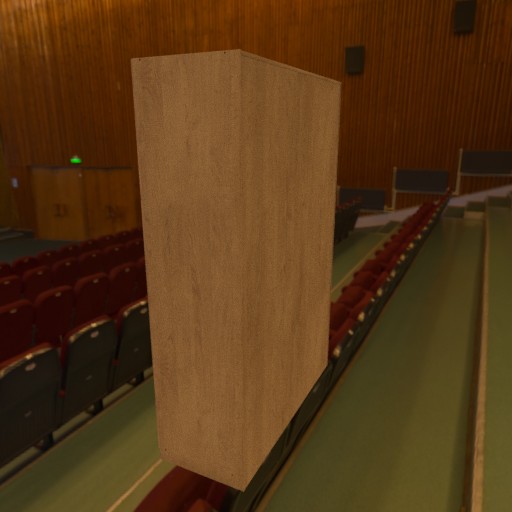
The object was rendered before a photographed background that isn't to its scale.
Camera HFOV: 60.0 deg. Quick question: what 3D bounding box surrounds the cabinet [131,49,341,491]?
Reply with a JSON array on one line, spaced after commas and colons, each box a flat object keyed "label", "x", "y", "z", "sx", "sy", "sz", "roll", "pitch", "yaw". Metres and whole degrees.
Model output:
[{"label": "cabinet", "x": 0.000, "y": 0.000, "z": 2.486, "sx": 0.510, "sy": 1.910, "sz": 1.290, "roll": 8, "pitch": 18, "yaw": 25}]
